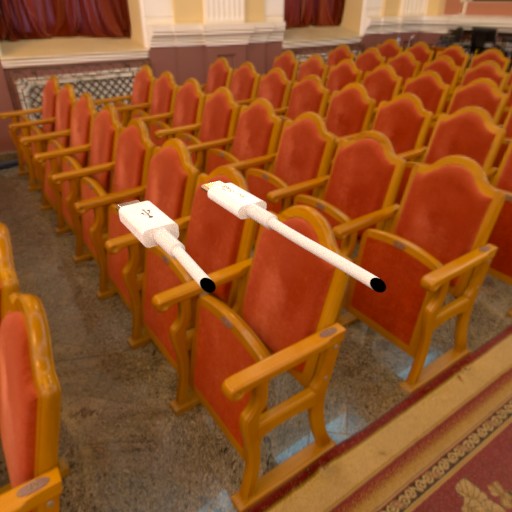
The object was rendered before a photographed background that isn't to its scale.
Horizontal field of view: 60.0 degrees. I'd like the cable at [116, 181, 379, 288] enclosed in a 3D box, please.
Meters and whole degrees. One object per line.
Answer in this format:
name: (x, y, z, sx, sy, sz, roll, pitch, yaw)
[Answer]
cable: (0.000, 0.000, 0.111, 0.040, 0.006, 0.098, -19, 35, -29)
